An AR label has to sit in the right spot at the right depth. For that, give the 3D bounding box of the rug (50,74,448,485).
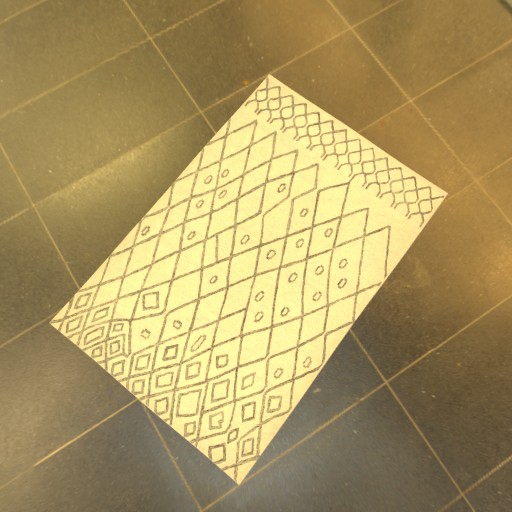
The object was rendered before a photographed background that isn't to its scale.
[{"bbox_3d":[0.000,0.000,2.319,1.222,0.015,1.828,37,79,9],"label":"rug"}]
